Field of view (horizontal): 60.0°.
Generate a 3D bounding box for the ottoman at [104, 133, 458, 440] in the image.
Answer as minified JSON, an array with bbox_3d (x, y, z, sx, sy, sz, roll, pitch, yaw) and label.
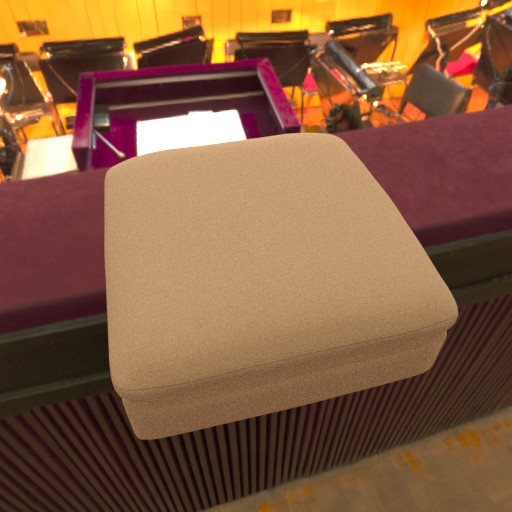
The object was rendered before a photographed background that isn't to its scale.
[{"bbox_3d":[0.000,0.000,1.551,0.977,0.467,0.996,-10,48,-10],"label":"ottoman"}]
